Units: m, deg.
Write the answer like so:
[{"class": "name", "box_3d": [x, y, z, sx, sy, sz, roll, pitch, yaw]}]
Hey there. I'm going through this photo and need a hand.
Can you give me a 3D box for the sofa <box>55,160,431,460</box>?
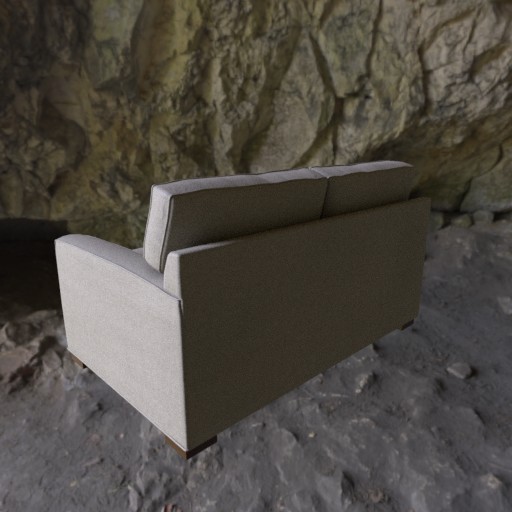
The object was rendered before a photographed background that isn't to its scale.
[{"class": "sofa", "box_3d": [0.000, 0.000, 2.061, 1.484, 0.853, 0.940, -15, 22, -42]}]
